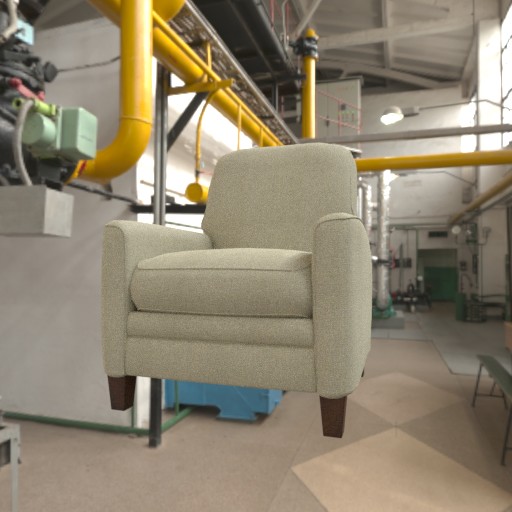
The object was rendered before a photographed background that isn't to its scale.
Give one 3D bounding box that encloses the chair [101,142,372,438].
[{"bbox_3d":[0.000,0.000,1.689,0.850,1.006,0.853,0,-1,18],"label":"chair"}]
